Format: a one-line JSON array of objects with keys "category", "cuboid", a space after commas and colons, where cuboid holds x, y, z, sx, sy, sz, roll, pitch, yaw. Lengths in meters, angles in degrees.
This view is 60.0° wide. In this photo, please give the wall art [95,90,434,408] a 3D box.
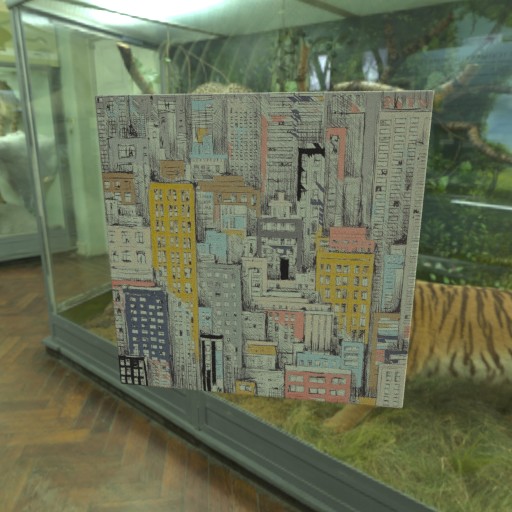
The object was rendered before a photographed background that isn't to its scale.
[{"category": "wall art", "cuboid": [0.000, 0.000, 1.103, 0.761, 0.762, 0.048, 2, 15, 9]}]
